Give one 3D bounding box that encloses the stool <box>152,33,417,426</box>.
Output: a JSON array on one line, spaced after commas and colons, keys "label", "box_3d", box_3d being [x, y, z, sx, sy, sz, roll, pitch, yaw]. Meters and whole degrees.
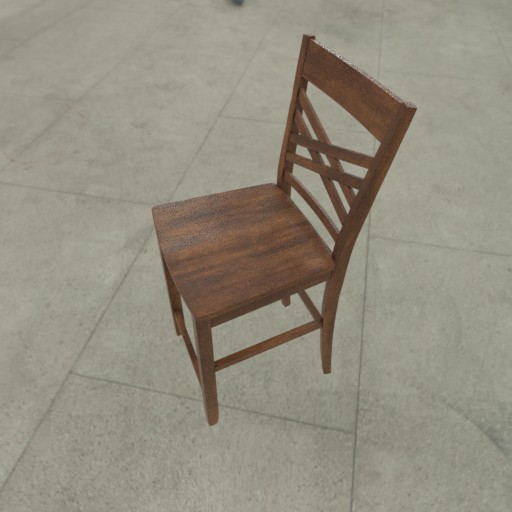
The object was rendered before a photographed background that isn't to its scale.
[{"label": "stool", "box_3d": [0.000, 0.000, 1.351, 0.539, 1.079, 0.462, -17, 47, -16]}]
